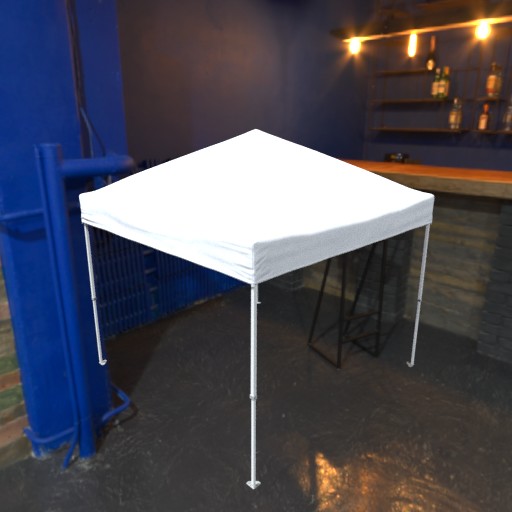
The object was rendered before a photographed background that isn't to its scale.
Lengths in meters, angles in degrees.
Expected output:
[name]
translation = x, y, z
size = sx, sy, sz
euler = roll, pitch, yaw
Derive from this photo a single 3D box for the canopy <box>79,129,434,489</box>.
[canopy]
translation = 0.000, 0.000, 5.451
size = 2.996, 2.997, 2.998
euler = -16, 23, -42
